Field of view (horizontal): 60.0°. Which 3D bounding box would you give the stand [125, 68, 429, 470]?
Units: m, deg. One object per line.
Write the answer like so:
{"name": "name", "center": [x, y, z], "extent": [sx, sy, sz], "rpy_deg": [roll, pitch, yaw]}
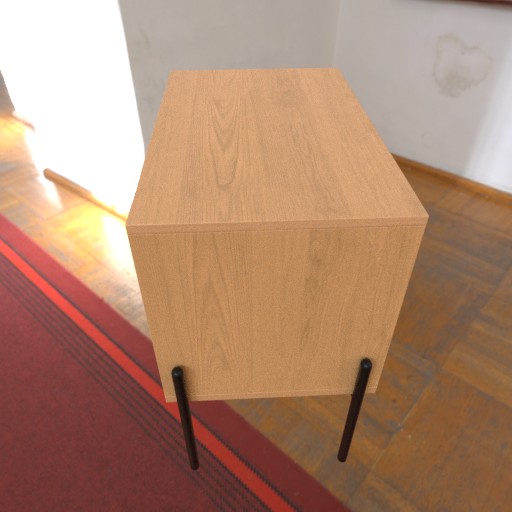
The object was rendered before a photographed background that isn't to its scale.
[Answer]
{"name": "stand", "center": [0.000, 0.000, 0.957], "extent": [0.400, 0.600, 0.630], "rpy_deg": [-2, 40, -2]}
